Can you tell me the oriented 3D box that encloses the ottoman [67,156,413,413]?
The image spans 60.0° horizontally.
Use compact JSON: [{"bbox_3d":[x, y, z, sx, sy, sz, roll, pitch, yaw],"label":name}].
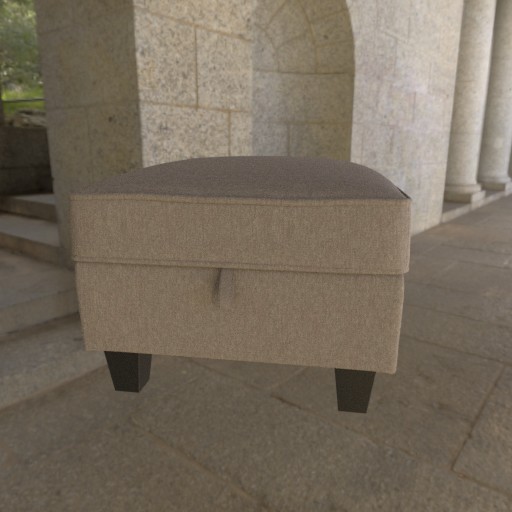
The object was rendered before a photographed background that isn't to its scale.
[{"bbox_3d":[0.000,0.000,1.393,0.808,0.612,0.871,2,14,9],"label":"ottoman"}]
